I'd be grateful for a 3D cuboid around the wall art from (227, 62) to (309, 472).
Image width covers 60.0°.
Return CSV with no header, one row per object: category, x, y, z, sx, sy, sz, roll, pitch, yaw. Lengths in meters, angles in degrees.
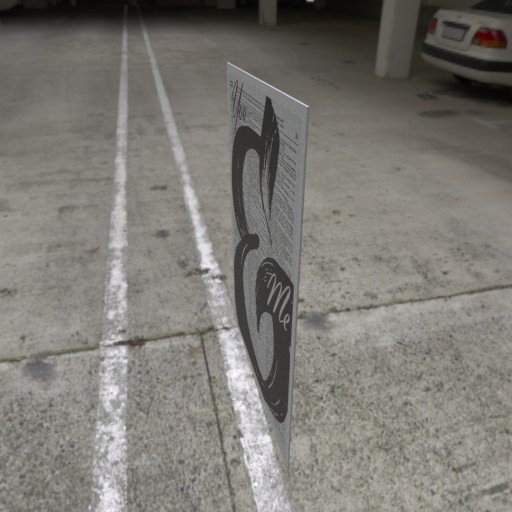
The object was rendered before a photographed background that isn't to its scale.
wall art,0.000,0.000,0.811,0.003,0.609,0.457,-7,30,-12
